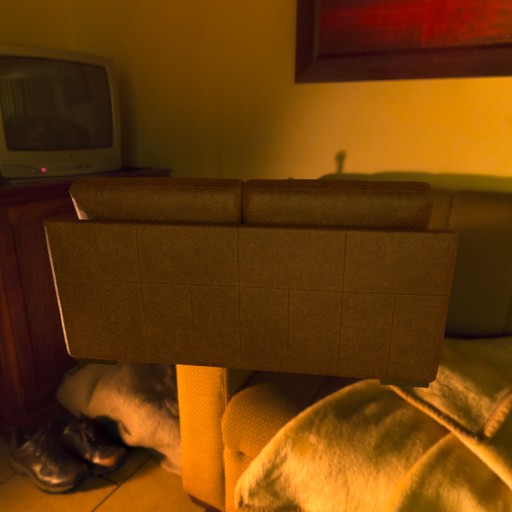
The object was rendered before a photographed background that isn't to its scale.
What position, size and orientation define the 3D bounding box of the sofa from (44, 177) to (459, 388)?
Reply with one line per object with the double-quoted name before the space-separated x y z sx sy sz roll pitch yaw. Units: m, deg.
"sofa" 0.000 0.000 2.496 1.880 0.939 1.143 2 16 8
